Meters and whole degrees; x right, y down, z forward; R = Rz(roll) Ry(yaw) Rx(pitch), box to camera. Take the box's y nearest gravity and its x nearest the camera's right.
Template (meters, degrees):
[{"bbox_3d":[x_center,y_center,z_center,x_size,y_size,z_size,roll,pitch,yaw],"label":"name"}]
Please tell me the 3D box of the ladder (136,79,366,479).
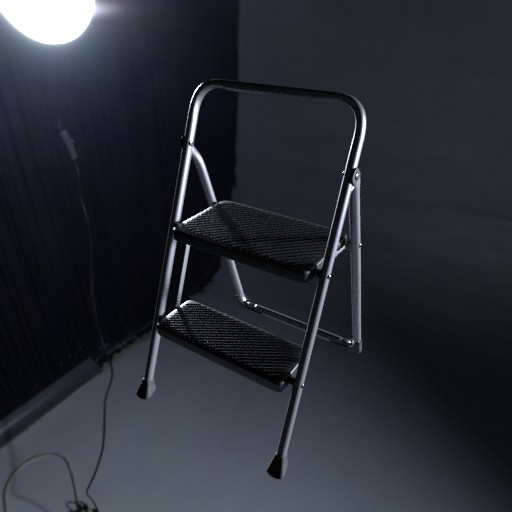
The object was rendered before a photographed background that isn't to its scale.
[{"bbox_3d":[0.000,0.000,1.011,0.430,0.720,0.472,18,35,28],"label":"ladder"}]
